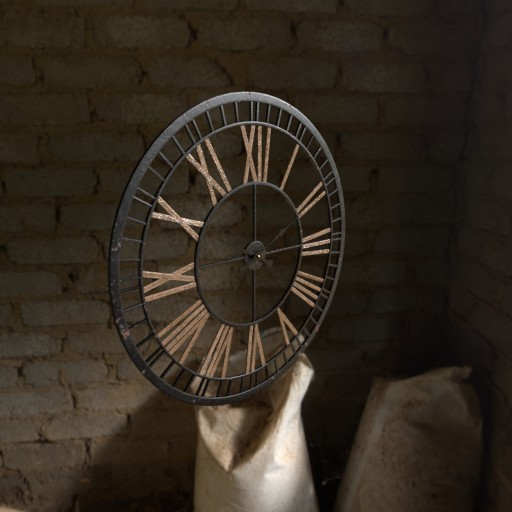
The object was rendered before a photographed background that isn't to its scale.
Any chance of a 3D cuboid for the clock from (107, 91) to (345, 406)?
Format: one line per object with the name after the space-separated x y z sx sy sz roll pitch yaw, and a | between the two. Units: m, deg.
0.000 0.000 1.208 0.843 0.843 0.025 -13 19 -43 | clock
